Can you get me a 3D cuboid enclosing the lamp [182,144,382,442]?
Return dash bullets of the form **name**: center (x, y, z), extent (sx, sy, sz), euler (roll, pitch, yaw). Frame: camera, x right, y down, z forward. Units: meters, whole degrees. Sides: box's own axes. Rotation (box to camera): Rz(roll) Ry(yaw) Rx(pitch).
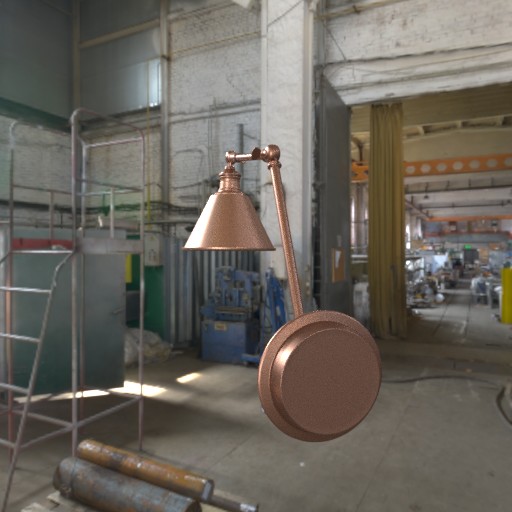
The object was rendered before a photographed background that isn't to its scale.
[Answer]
- **lamp**: center (0.000, 0.000, 0.871), extent (0.223, 0.502, 0.624), euler (0, 0, -18)
